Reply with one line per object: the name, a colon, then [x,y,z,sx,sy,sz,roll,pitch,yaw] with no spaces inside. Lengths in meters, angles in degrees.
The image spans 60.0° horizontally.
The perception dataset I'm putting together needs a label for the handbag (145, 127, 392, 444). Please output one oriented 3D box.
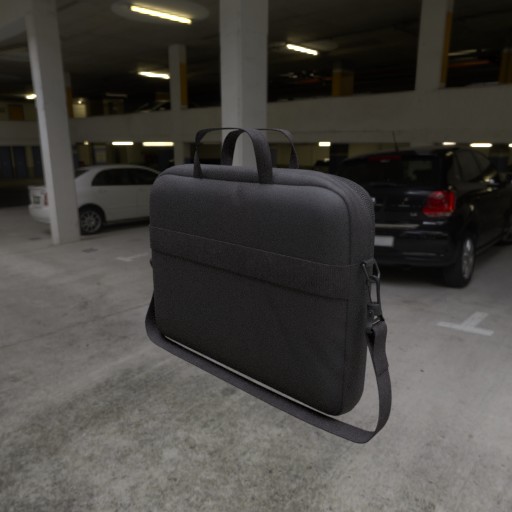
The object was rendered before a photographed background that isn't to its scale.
handbag: [0.000,0.000,0.440,0.320,0.244,0.089,13,19,41]
